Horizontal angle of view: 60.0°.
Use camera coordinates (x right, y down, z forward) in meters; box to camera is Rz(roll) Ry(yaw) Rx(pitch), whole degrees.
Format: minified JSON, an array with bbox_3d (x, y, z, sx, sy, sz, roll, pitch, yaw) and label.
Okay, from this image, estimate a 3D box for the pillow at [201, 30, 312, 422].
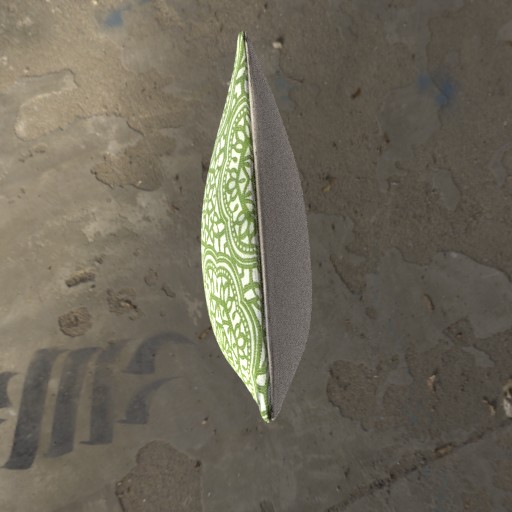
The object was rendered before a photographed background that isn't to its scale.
[{"bbox_3d":[0.000,0.000,0.660,0.162,0.419,0.440,-4,75,-1],"label":"pillow"}]
